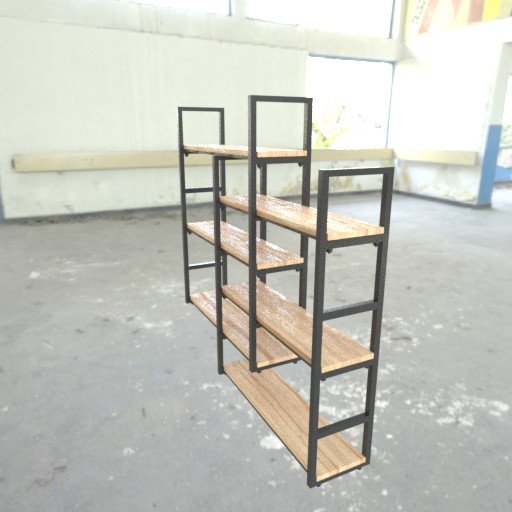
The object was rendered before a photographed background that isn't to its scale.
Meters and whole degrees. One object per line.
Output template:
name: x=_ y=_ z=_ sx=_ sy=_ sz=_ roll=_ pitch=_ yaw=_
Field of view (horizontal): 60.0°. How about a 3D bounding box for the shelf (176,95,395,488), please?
shelf: x=0.000 y=0.000 z=1.383 sx=0.183 sy=0.921 sz=0.946 roll=-8 pitch=17 yaw=-26
